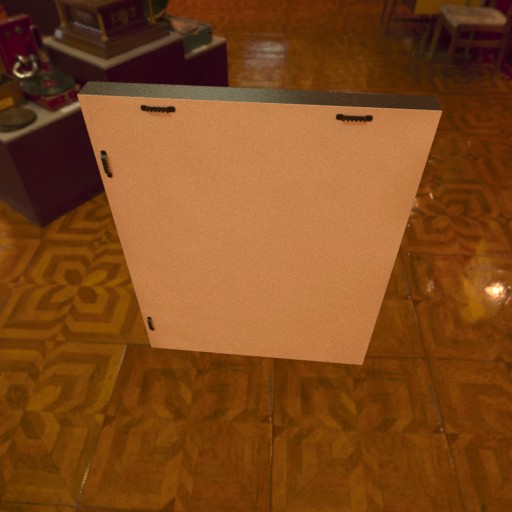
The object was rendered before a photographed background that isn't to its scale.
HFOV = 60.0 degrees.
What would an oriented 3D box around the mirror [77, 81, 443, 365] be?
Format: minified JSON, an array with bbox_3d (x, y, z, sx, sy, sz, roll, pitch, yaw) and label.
[{"bbox_3d":[0.000,0.000,0.679,0.406,0.509,0.041,4,45,4],"label":"mirror"}]
